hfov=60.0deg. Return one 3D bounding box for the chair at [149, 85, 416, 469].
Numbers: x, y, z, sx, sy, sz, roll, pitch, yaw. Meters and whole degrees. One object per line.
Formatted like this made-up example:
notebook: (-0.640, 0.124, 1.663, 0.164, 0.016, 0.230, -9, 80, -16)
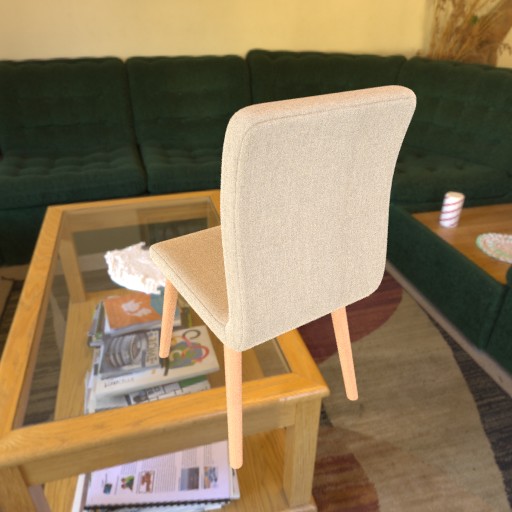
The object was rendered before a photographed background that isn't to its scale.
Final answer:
chair: (0.000, 0.000, 1.159, 0.435, 0.885, 0.550, -18, 35, -28)
